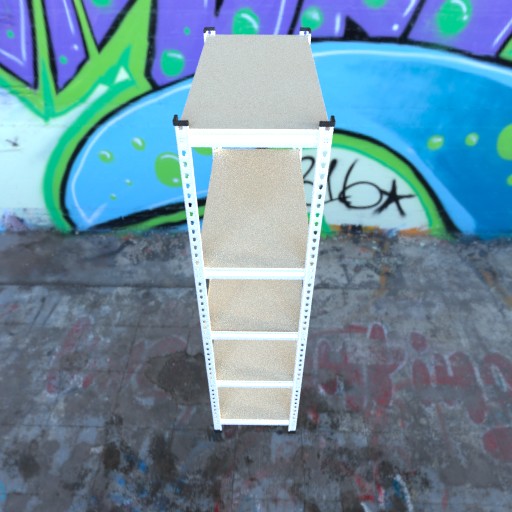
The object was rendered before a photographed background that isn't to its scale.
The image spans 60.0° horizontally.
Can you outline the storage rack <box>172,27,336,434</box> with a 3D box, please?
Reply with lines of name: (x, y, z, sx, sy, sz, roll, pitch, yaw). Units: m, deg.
storage rack: (0.000, 0.000, 2.182, 0.457, 1.829, 0.914, 1, 42, 1)
